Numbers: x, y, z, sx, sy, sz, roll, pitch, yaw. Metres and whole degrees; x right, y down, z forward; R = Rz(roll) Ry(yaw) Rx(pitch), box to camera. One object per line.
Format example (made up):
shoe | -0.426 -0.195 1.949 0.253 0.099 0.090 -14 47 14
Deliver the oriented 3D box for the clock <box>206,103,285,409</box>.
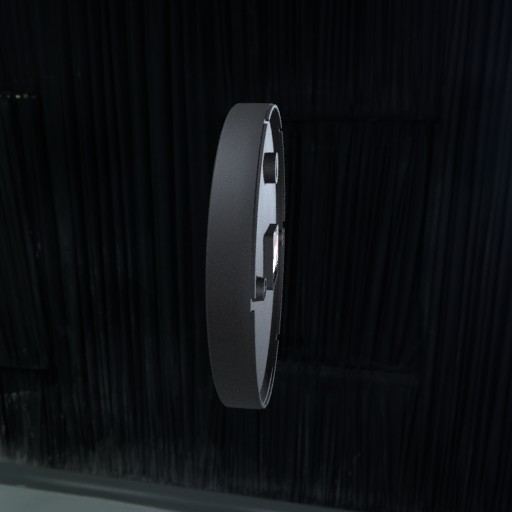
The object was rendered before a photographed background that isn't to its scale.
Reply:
clock | 0.000 0.000 0.450 0.040 0.293 0.293 2 15 7
